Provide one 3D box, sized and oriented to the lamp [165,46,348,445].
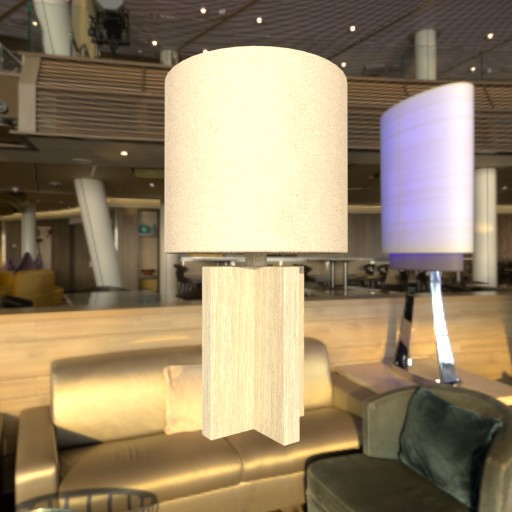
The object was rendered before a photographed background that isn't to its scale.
[{"bbox_3d":[0.000,0.000,0.565,0.229,0.428,0.229,0,-1,-35],"label":"lamp"}]
